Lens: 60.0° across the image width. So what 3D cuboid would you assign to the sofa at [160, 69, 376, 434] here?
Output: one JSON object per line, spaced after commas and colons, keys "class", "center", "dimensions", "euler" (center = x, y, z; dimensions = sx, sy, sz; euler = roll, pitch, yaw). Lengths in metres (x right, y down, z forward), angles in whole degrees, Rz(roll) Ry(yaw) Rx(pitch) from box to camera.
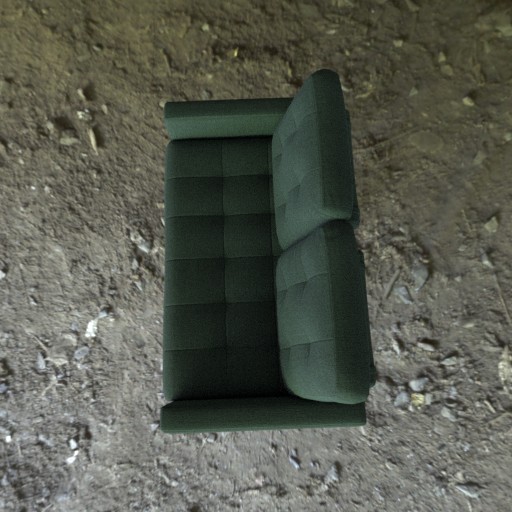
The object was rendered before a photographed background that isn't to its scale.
{"class": "sofa", "center": [0.000, 0.000, 1.936], "dimensions": [0.842, 0.907, 1.407], "euler": [-2, 76, -1]}
